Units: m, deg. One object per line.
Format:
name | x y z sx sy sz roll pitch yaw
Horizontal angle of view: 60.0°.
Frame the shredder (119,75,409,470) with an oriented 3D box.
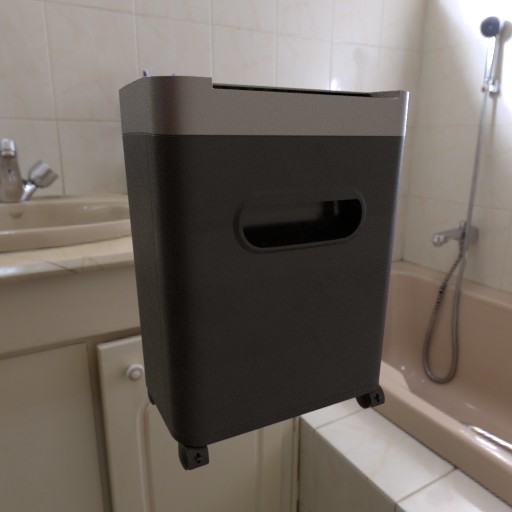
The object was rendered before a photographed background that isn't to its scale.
shredder | 0.000 0.000 0.594 0.311 0.419 0.237 -7 16 -26
